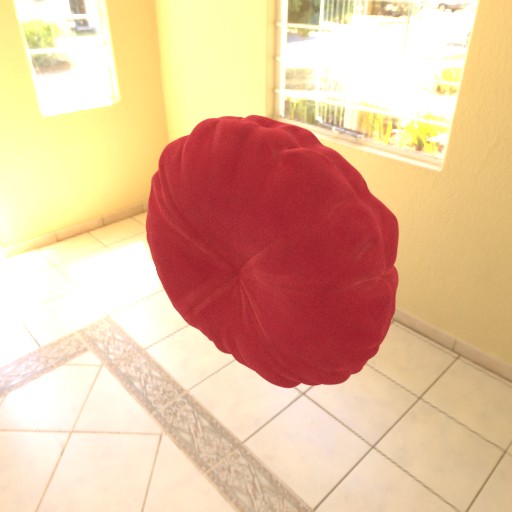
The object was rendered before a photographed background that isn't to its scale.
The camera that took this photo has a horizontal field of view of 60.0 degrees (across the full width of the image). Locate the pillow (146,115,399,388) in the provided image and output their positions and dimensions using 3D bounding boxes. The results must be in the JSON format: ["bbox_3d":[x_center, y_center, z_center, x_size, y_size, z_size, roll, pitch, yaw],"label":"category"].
[{"bbox_3d":[0.000,0.000,0.660,0.428,0.407,0.148,22,38,31],"label":"pillow"}]
